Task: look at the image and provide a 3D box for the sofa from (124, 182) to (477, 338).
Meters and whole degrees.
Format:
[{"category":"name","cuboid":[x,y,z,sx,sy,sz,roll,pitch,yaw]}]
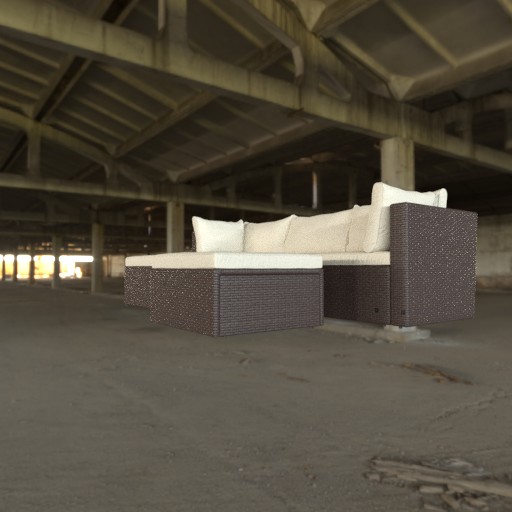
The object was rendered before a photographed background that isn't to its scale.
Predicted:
[{"category":"sofa","cuboid":[0.000,0.000,2.986,1.612,0.766,2.192,1,-2,-37]}]
